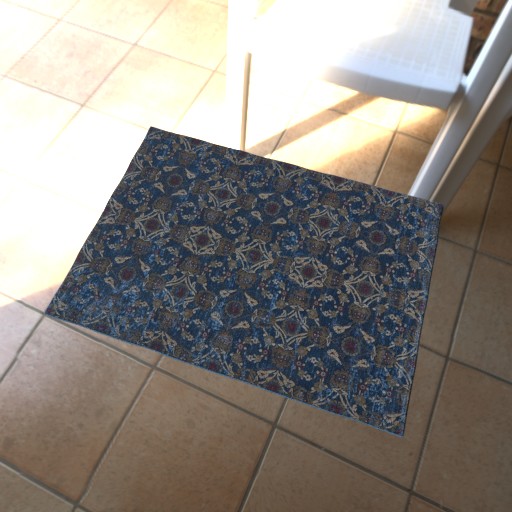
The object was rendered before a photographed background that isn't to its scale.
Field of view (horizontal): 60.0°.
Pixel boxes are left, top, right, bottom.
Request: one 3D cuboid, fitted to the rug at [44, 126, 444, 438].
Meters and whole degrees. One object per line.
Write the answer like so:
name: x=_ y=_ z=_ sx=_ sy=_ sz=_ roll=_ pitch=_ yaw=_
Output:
rug: x=0.000 y=0.000 z=2.873 sx=2.207 sy=0.014 sz=1.567 roll=17 pitch=65 yaw=8
